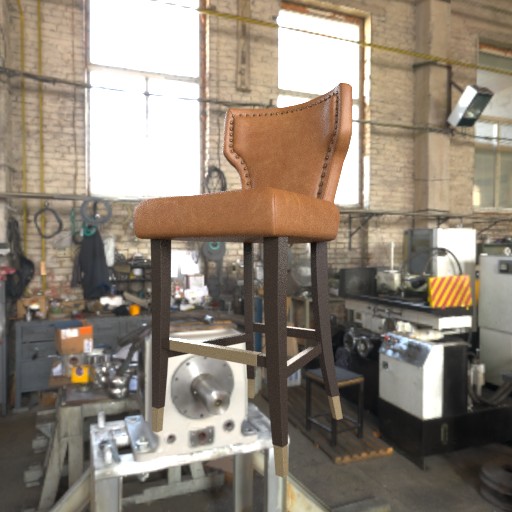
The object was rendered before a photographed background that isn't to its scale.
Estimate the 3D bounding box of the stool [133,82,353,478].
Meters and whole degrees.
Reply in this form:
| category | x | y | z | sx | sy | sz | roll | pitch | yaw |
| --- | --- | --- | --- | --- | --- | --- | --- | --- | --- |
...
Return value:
| category | x | y | z | sx | sy | sz | roll | pitch | yaw |
| --- | --- | --- | --- | --- | --- | --- | --- | --- | --- |
| stool | 0.000 | 0.000 | 1.404 | 0.526 | 1.092 | 0.563 | 1 | 1 | 36 |
